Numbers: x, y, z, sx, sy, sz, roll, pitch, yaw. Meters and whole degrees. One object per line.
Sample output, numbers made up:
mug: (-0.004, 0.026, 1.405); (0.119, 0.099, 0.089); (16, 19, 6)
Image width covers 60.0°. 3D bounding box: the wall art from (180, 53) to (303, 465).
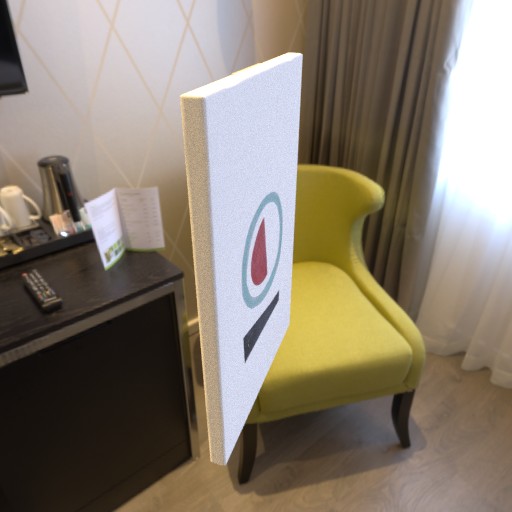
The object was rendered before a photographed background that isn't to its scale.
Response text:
wall art: (0.000, 0.000, 1.147); (0.048, 0.902, 0.602); (10, 32, 17)
